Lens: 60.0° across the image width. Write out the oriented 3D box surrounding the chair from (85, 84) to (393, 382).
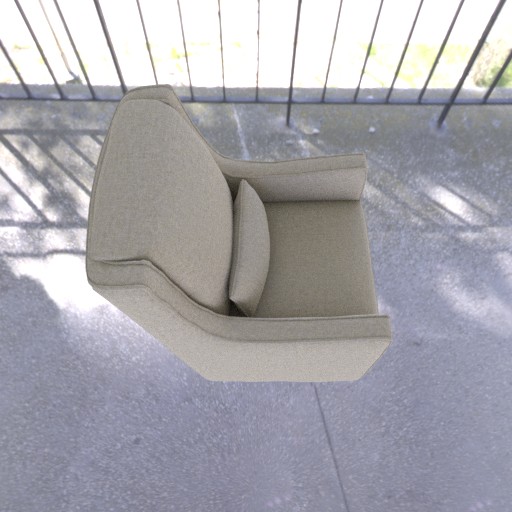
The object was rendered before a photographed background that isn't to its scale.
[{"bbox_3d":[0.000,0.000,1.602,0.879,0.993,0.732,0,62,0],"label":"chair"}]
